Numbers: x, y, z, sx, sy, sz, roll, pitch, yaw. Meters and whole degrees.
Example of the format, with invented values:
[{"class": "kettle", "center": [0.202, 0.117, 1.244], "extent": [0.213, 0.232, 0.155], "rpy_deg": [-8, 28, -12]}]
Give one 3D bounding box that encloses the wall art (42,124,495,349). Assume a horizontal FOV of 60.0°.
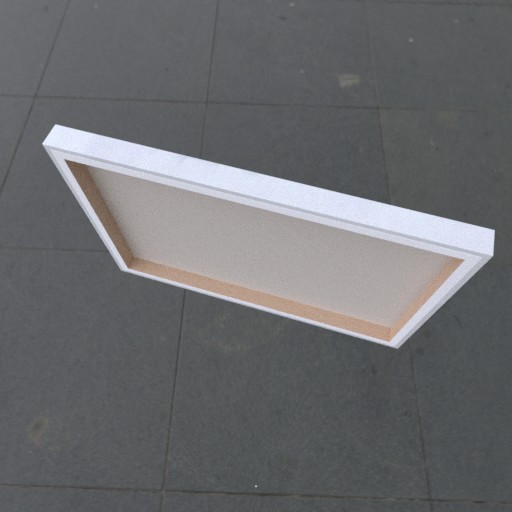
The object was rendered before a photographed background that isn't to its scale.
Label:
[{"class": "wall art", "center": [0.000, 0.000, 0.764], "extent": [0.609, 0.407, 0.038], "rpy_deg": [15, 64, 8]}]
